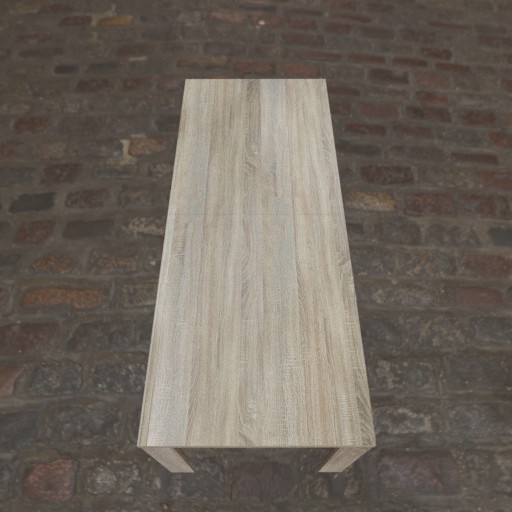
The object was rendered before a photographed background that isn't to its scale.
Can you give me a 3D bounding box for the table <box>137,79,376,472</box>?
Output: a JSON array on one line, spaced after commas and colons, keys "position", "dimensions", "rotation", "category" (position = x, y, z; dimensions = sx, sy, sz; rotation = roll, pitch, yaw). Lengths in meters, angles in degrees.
[{"position": [0.000, 0.000, 2.591], "dimensions": [0.900, 0.790, 2.200], "rotation": [0, 57, 0], "category": "table"}]
